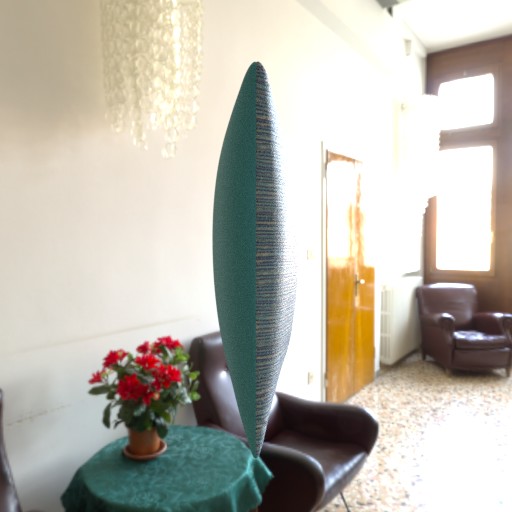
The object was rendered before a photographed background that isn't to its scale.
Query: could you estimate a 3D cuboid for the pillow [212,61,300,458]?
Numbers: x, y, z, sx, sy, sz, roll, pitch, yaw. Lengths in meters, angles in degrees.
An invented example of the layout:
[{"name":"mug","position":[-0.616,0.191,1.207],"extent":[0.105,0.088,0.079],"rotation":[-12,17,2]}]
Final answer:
[{"name":"pillow","position":[0.000,0.000,0.801],"extent":[0.150,0.497,0.514],"rotation":[0,2,0]}]
